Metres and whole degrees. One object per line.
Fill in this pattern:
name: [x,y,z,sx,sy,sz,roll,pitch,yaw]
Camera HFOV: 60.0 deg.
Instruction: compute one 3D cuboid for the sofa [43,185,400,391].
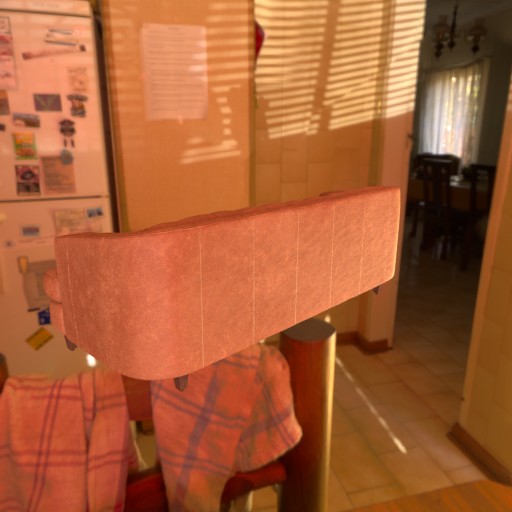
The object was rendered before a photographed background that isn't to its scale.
sofa: [0.000,0.000,2.758,0.922,0.791,2.257,15,22,43]
